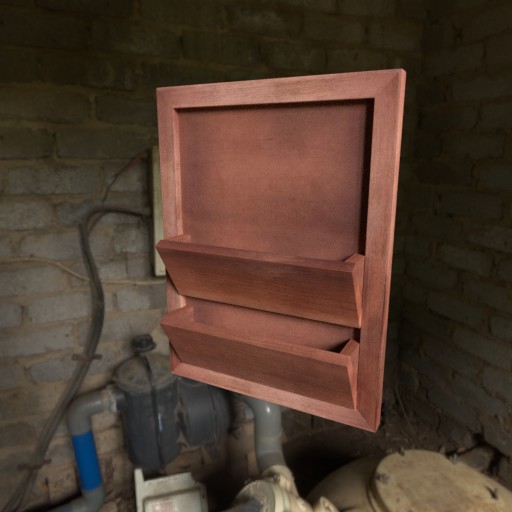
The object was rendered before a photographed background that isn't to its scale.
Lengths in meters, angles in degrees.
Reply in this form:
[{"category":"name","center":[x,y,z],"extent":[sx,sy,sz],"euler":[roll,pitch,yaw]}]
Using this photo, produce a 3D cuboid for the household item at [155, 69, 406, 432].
[{"category":"household item","center":[0.000,0.000,0.540],"extent":[0.310,0.407,0.067],"euler":[7,16,27]}]
